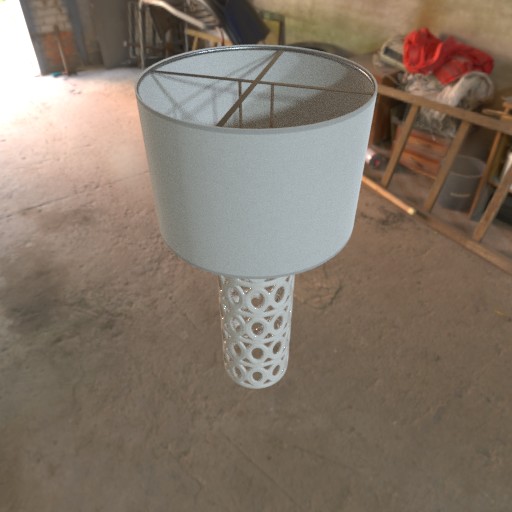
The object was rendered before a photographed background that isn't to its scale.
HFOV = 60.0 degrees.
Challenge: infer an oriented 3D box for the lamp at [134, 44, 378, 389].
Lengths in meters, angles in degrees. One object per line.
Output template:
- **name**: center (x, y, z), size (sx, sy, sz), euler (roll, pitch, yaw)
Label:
- **lamp**: center (0.000, 0.000, 0.811), size (0.325, 0.636, 0.324), euler (11, 42, 12)
